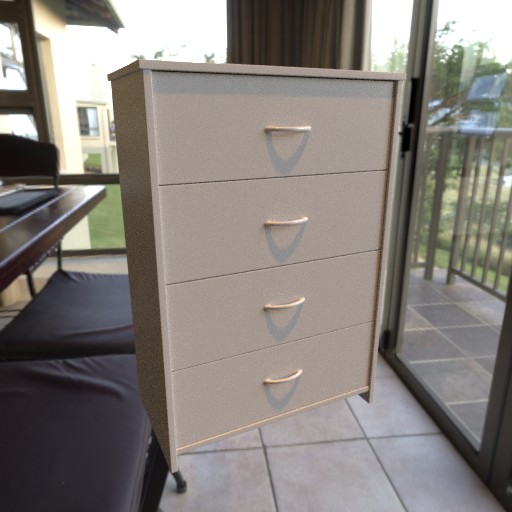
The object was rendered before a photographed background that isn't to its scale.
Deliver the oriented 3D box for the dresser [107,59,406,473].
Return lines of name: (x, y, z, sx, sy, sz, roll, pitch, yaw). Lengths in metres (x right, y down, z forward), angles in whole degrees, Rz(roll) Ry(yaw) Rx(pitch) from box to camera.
dresser: (0.000, 0.000, 1.336, 0.704, 1.021, 0.401, -9, 20, -25)
